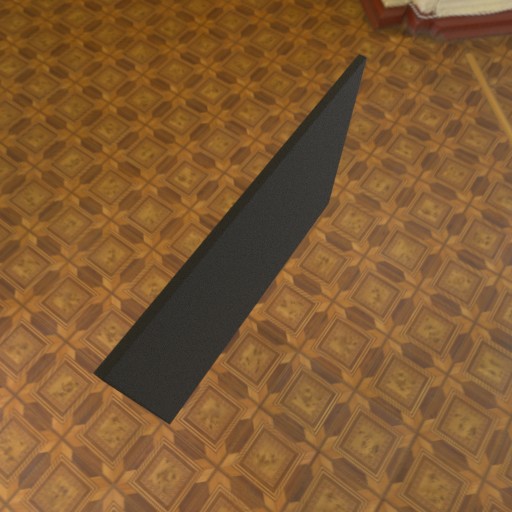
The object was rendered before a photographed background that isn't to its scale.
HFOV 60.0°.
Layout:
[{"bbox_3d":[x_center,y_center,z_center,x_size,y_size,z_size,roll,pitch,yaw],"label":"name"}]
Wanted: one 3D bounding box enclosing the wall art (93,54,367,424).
[{"bbox_3d":[0.000,0.000,1.231,0.049,0.659,0.964,33,68,15],"label":"wall art"}]
